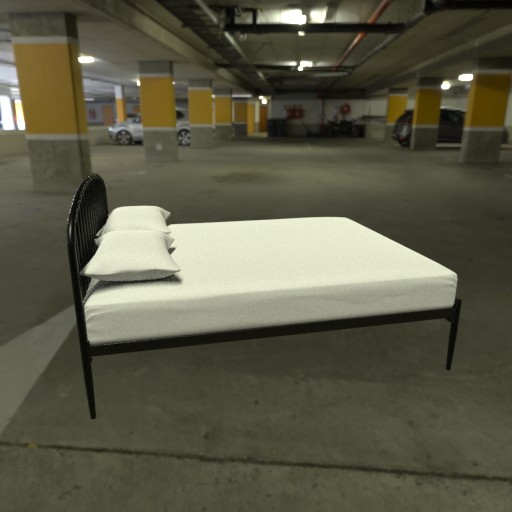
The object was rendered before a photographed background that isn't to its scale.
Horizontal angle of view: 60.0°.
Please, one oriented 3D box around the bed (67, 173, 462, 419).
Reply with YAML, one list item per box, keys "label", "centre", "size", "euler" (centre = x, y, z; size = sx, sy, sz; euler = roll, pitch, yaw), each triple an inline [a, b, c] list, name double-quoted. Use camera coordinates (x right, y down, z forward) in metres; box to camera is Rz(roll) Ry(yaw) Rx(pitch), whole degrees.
- label: "bed"
  centre: [0.000, 0.000, 3.120]
  size: [2.159, 1.166, 1.618]
  euler: [-4, 18, -12]
